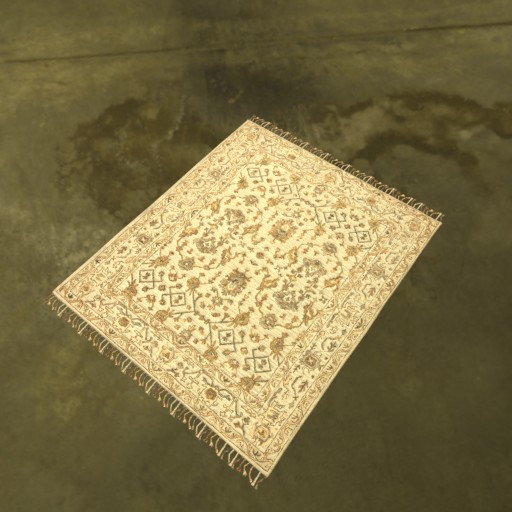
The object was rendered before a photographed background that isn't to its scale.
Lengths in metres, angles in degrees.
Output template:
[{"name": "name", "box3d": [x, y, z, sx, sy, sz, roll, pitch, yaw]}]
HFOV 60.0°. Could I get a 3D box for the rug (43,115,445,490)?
[{"name": "rug", "box3d": [0.000, 0.000, 4.145, 2.426, 0.034, 3.061, 33, 64, 19]}]
